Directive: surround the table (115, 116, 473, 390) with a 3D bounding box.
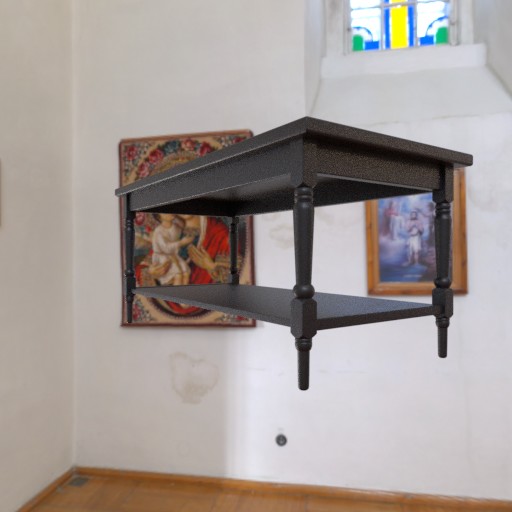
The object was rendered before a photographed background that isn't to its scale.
[{"bbox_3d":[0.000,0.000,1.403,0.550,0.510,1.107,0,0,-35],"label":"table"}]
